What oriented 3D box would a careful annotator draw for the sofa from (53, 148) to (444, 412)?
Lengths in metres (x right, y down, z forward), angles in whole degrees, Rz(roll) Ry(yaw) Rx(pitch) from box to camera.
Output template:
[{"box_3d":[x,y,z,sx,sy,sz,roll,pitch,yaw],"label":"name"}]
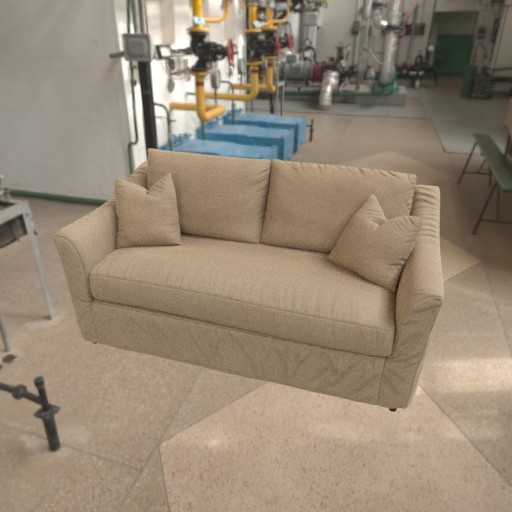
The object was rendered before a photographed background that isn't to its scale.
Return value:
[{"box_3d":[0.000,0.000,2.649,2.010,1.018,1.072,8,29,16],"label":"sofa"}]
